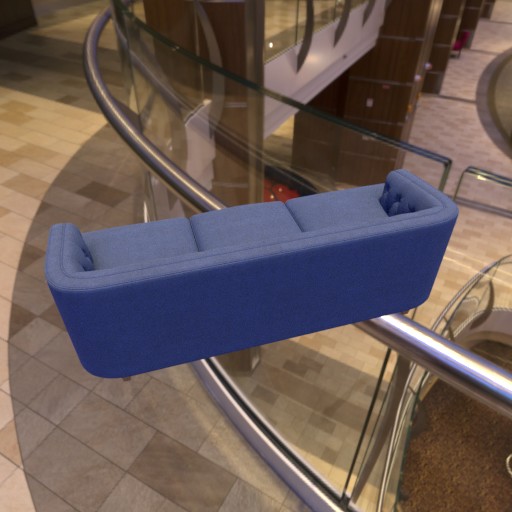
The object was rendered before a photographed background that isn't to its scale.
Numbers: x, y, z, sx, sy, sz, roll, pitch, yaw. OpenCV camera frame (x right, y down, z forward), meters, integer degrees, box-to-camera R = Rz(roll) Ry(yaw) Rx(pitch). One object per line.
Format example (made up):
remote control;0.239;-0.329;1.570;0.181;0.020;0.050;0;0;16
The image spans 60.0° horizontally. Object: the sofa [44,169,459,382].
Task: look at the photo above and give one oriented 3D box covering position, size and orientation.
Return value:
sofa;0.000;0.000;2.663;2.235;0.787;0.914;-11;41;-13
